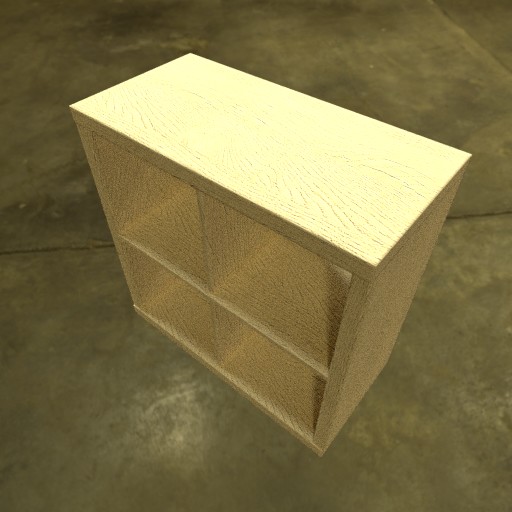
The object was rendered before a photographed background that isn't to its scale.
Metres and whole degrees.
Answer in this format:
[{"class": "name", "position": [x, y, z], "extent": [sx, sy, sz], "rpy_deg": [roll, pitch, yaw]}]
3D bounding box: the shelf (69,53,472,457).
[{"class": "shelf", "position": [0.000, 0.000, 1.232], "extent": [0.790, 0.786, 0.390], "rpy_deg": [31, 53, 26]}]
